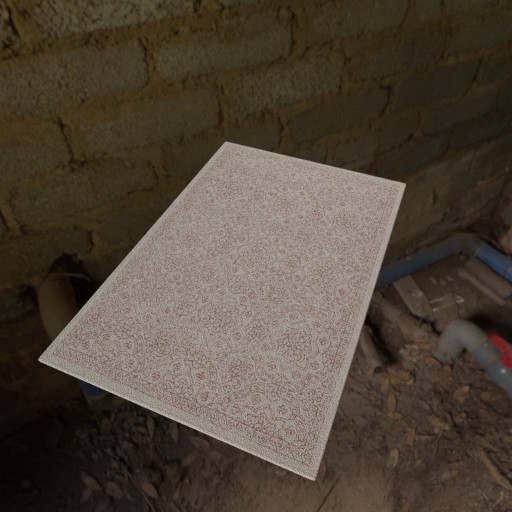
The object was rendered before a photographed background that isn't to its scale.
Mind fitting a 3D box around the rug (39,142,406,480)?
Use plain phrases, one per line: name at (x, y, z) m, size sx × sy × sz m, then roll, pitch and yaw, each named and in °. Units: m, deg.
rug at (0.000, 0.000, 2.279) m, size 1.219 × 0.010 × 1.829 m, roll 17°, pitch 49°, yaw 16°
